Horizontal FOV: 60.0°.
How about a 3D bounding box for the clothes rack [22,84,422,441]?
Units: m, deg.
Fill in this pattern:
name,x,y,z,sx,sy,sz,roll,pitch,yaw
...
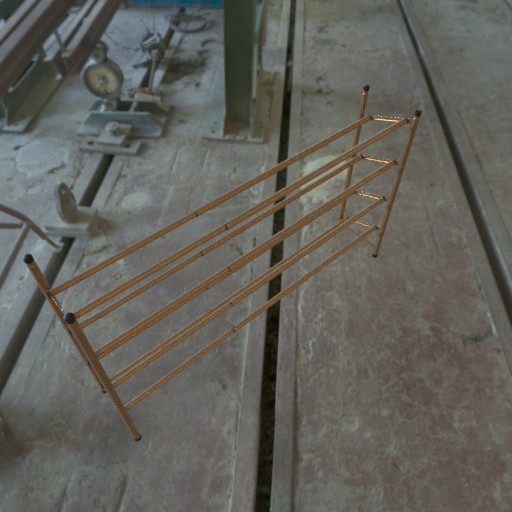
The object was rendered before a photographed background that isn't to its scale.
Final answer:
name,x,y,z,sx,sy,sz,roll,pitch,yaw
clothes rack,0.000,0.000,1.415,1.168,0.672,0.229,-33,56,-26
